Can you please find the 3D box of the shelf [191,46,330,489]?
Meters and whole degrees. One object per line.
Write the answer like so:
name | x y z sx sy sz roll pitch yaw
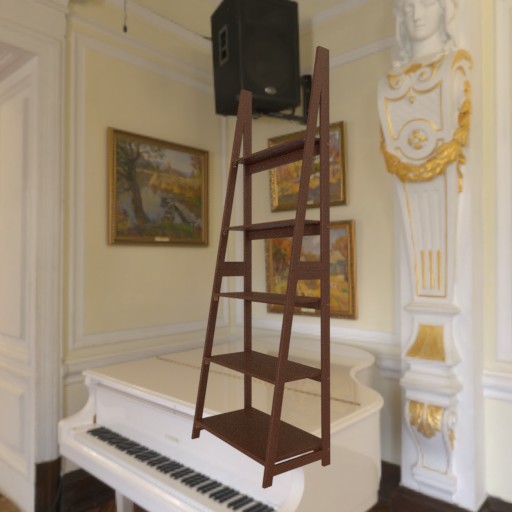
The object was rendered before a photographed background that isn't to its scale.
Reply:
shelf | 0.000 0.000 2.031 0.350 1.770 0.600 1 -1 -36
